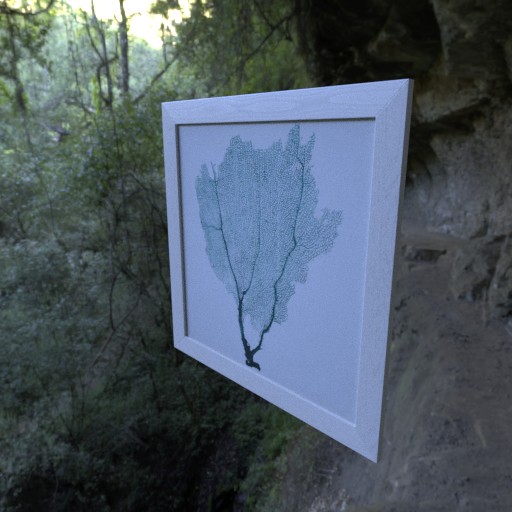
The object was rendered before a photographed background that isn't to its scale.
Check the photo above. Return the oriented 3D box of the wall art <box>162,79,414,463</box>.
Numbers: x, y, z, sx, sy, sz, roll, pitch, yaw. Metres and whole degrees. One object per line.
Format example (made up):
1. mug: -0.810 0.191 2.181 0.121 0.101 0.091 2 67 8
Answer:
1. wall art: 0.000 0.000 0.838 0.015 0.577 0.572 -14 21 -42
